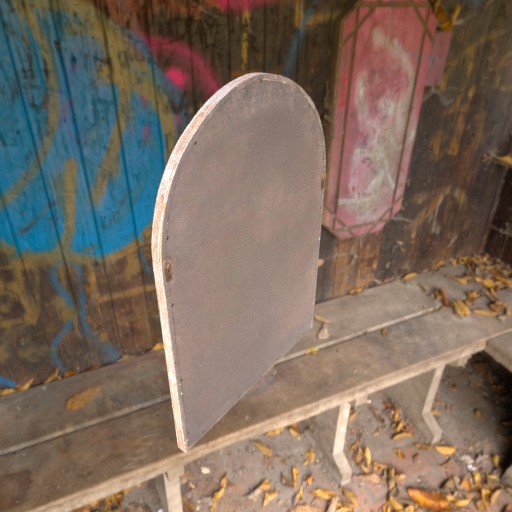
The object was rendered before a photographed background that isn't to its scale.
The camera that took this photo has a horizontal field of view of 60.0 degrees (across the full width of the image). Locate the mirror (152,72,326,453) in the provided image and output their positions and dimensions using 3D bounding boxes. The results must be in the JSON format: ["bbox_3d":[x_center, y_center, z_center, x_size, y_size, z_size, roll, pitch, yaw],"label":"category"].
[{"bbox_3d":[0.000,0.000,1.197,0.032,0.920,0.660,21,37,31],"label":"mirror"}]
